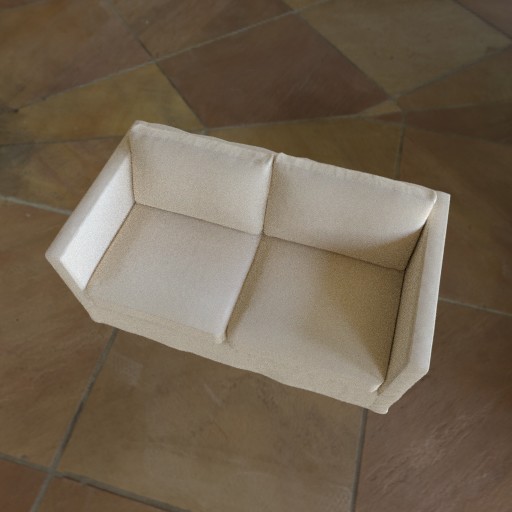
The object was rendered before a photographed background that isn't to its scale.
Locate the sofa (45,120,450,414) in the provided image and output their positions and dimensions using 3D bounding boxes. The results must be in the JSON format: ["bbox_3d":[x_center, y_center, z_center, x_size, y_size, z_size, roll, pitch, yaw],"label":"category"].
[{"bbox_3d":[0.000,0.000,2.327,1.746,0.834,0.962,16,60,9],"label":"sofa"}]
